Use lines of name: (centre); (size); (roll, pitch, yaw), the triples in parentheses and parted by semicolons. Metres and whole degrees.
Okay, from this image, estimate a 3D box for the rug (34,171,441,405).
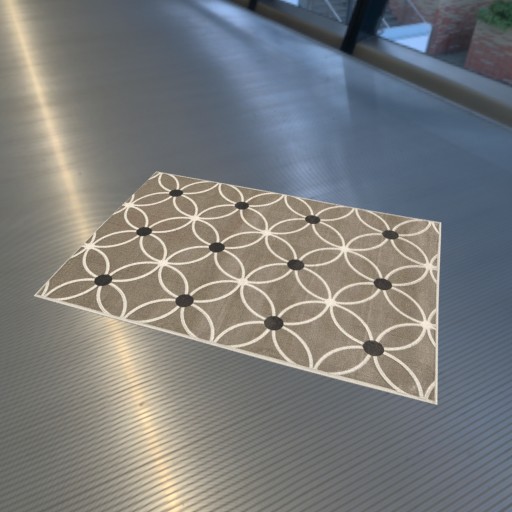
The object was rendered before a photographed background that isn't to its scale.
rug: (0.000, 0.000, 2.889); (2.284, 0.008, 1.522); (12, 42, 14)
